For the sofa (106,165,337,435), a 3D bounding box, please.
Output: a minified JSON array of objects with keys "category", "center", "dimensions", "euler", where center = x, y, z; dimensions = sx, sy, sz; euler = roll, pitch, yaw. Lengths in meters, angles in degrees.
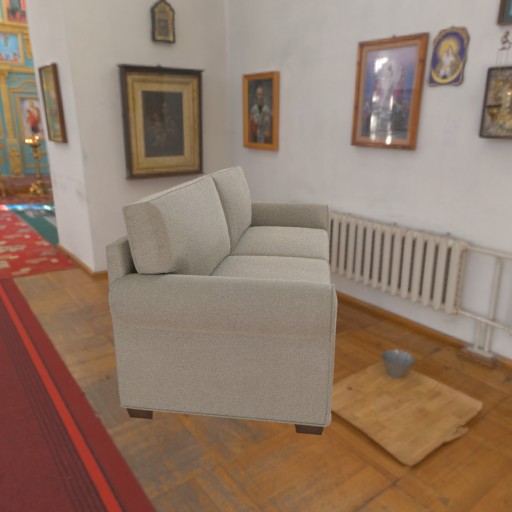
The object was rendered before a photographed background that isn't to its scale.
[{"category":"sofa","center":[0.000,0.000,2.675],"dimensions":[0.901,0.962,2.146],"euler":[2,16,8]}]
